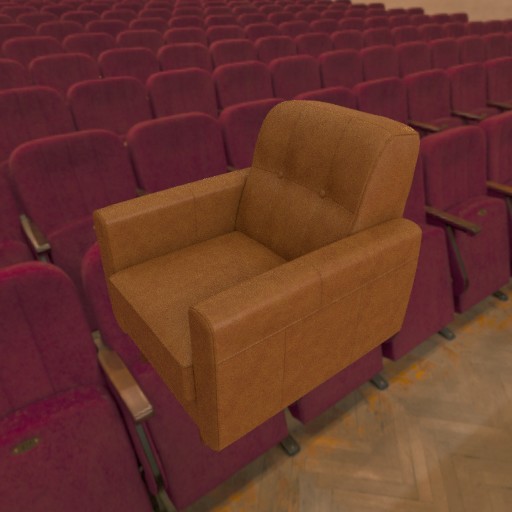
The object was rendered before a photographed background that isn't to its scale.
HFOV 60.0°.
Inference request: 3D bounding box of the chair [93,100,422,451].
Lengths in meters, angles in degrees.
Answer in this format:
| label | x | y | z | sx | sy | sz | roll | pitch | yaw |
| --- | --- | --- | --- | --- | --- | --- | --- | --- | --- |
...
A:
| label | x | y | z | sx | sy | sz | roll | pitch | yaw |
| --- | --- | --- | --- | --- | --- | --- | --- | --- | --- |
| chair | 0.000 | 0.000 | 1.645 | 0.942 | 0.968 | 0.845 | -21 | 37 | -31 |
